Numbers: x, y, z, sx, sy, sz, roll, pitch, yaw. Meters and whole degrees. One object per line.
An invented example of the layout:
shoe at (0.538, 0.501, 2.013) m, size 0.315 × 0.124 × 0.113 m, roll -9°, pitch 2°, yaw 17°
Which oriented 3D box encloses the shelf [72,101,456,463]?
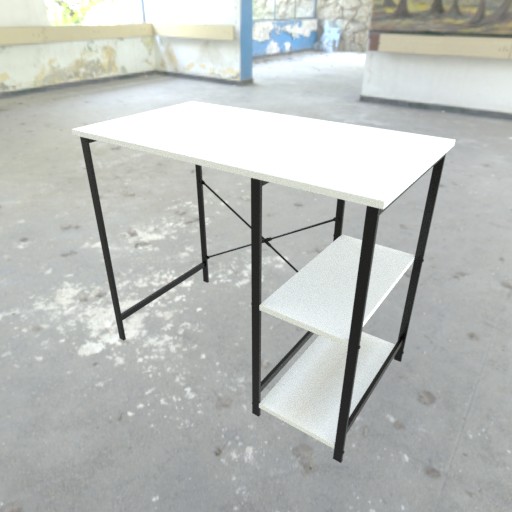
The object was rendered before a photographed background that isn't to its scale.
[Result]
shelf at (0.000, 0.000, 1.369) m, size 0.902 × 0.750 × 0.498 m, roll 19°, pitch 35°, yaw 30°
